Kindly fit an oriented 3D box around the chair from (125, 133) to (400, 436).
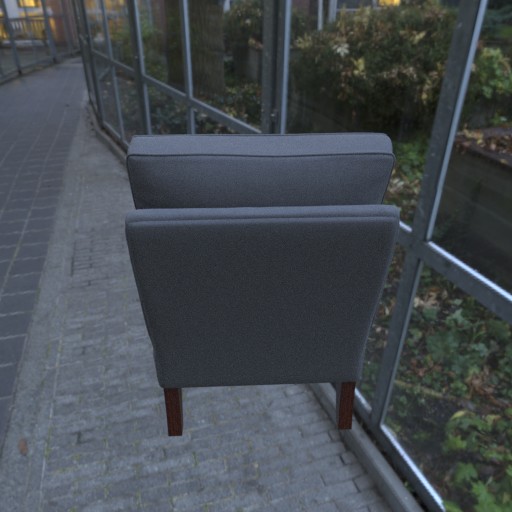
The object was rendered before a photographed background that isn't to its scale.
[{"bbox_3d":[0.000,0.000,1.663,0.724,1.045,0.924,-1,30,-2],"label":"chair"}]
